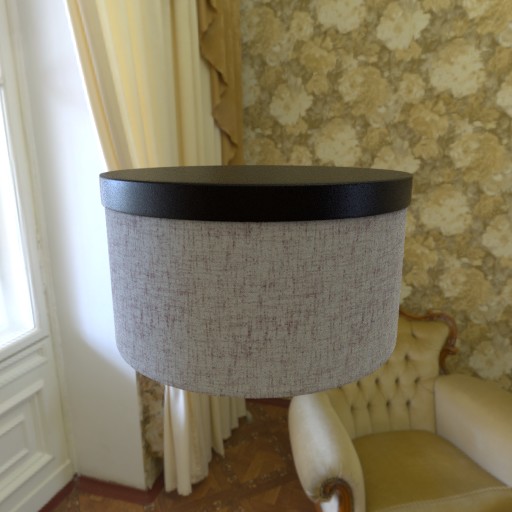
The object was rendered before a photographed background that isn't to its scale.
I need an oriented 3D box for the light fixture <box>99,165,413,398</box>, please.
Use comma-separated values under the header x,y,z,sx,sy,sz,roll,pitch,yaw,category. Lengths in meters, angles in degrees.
x,y,z,sx,sy,sz,roll,pitch,yaw,category
0.000,0.000,0.608,0.389,0.229,0.389,0,14,0,light fixture
